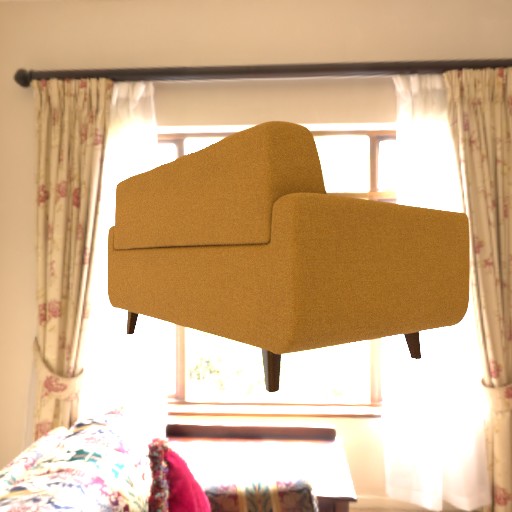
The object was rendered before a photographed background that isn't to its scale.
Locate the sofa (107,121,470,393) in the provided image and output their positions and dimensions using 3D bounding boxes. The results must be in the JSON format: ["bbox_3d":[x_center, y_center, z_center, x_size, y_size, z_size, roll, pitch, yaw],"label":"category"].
[{"bbox_3d":[0.000,0.000,2.107,0.909,0.841,1.631,0,0,-36],"label":"sofa"}]
